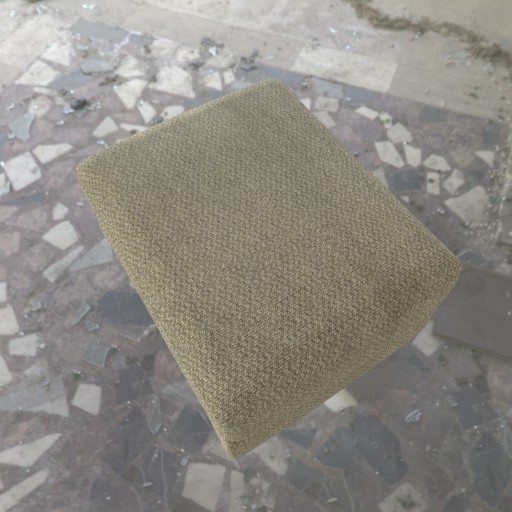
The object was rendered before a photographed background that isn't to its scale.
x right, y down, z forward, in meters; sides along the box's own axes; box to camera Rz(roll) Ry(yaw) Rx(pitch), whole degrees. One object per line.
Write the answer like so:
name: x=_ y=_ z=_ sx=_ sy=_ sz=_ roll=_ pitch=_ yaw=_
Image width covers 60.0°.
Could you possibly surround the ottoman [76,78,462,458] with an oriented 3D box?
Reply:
ottoman: x=0.000 y=0.000 z=1.133 sx=0.603 sy=0.476 sz=0.751 roll=-29 pitch=65 yaw=-16
